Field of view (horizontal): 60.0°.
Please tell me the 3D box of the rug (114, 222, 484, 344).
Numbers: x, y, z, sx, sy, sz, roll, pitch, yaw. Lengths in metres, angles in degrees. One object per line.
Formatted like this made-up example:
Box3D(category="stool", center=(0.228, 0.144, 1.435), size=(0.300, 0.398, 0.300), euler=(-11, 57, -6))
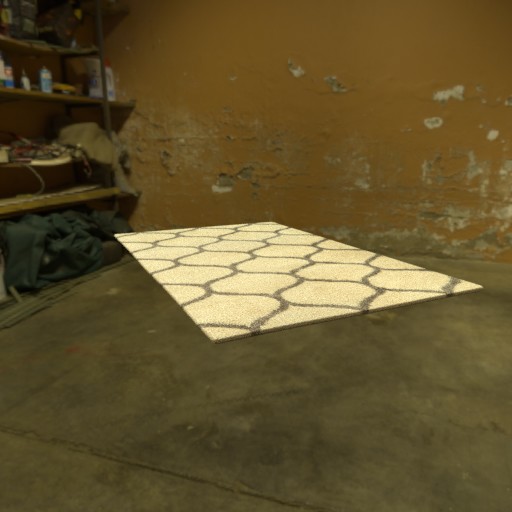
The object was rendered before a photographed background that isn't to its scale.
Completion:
Box3D(category="rug", center=(0.000, 0.000, 2.999), size=(1.501, 0.024, 2.348), euler=(-7, 15, -25))
